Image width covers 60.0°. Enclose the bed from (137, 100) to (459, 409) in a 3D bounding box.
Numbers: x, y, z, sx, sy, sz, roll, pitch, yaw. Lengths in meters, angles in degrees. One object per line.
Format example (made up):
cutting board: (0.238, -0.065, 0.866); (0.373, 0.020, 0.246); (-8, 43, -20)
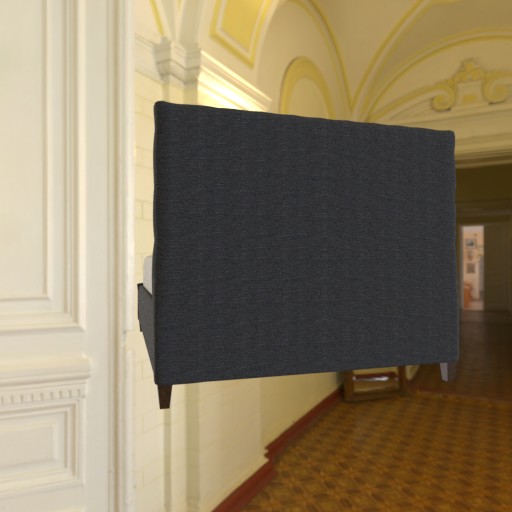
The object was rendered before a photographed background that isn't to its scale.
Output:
bed: (0.000, 0.000, 3.387); (1.698, 1.427, 2.387); (0, -1, -17)
